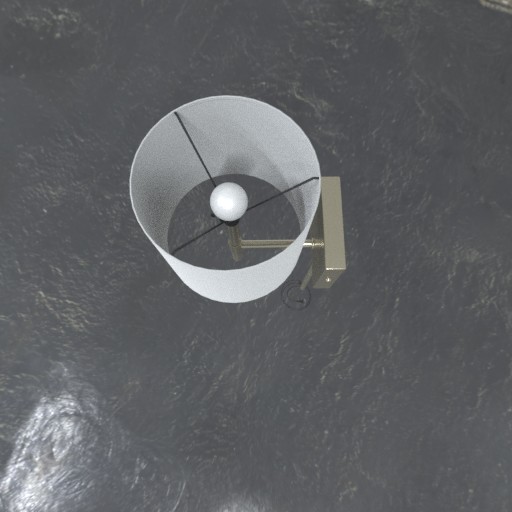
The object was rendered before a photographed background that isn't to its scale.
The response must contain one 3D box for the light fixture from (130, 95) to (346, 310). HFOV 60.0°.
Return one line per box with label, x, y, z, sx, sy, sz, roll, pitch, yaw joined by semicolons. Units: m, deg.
light fixture;0.000;0.000;0.720;0.248;0.589;0.188;-1;75;0
